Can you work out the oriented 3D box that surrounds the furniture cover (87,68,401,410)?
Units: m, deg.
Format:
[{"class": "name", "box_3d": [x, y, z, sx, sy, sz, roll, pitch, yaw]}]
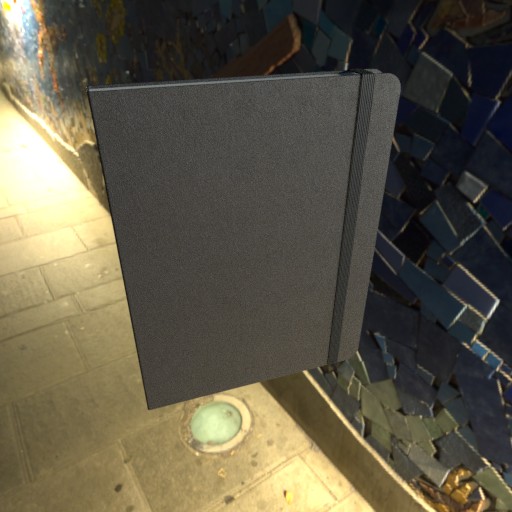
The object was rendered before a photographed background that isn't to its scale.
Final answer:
[{"class": "furniture cover", "box_3d": [0.000, 0.000, 0.371, 0.216, 0.281, 0.023, -10, 33, -16]}]
